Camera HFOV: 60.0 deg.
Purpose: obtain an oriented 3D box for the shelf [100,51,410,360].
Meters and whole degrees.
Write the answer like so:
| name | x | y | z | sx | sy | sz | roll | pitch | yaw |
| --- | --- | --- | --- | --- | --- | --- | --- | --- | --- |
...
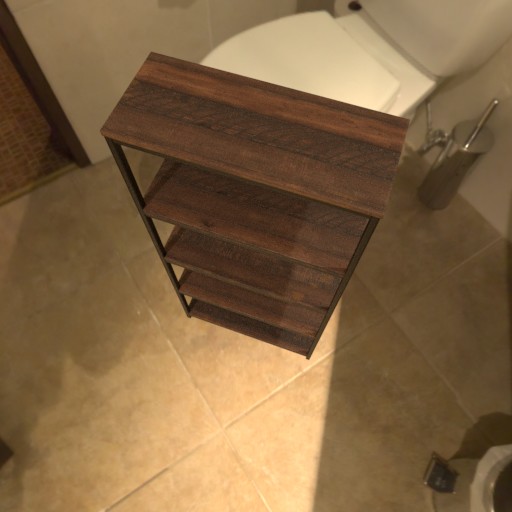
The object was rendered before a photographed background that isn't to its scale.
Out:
| name | x | y | z | sx | sy | sz | roll | pitch | yaw |
| --- | --- | --- | --- | --- | --- | --- | --- | --- | --- |
| shelf | 0.000 | 0.000 | 2.187 | 0.874 | 1.860 | 0.359 | 18 | 66 | 8 |
